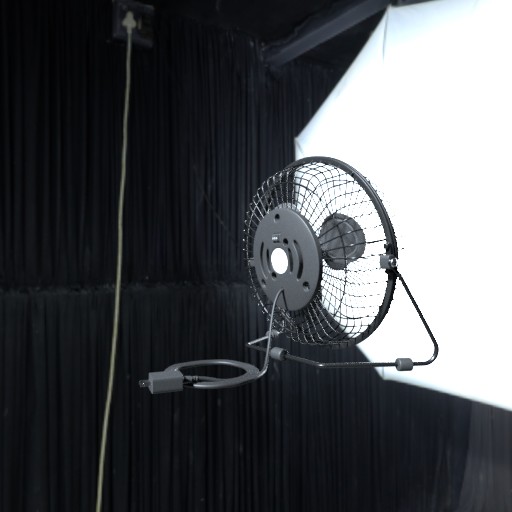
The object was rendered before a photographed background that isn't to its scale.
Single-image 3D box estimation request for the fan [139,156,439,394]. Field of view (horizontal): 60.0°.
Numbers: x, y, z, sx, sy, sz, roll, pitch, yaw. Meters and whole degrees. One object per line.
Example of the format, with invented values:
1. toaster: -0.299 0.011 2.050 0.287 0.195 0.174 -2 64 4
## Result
1. fan: 0.000 0.000 0.386 0.227 0.188 0.209 1 -1 -35
